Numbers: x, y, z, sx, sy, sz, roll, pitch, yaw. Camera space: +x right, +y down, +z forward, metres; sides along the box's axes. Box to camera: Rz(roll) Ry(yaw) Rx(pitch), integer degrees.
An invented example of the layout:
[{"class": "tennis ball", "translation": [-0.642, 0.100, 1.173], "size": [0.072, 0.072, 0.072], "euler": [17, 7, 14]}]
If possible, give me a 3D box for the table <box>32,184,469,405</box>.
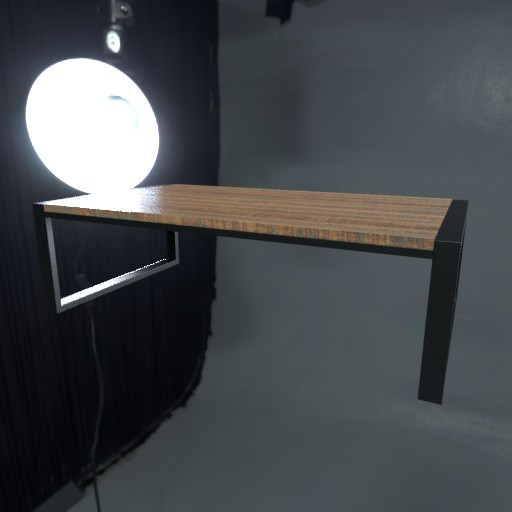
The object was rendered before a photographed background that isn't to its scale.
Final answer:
[{"class": "table", "translation": [0.000, 0.000, 1.616], "size": [1.350, 0.400, 0.750], "euler": [7, 16, 25]}]
